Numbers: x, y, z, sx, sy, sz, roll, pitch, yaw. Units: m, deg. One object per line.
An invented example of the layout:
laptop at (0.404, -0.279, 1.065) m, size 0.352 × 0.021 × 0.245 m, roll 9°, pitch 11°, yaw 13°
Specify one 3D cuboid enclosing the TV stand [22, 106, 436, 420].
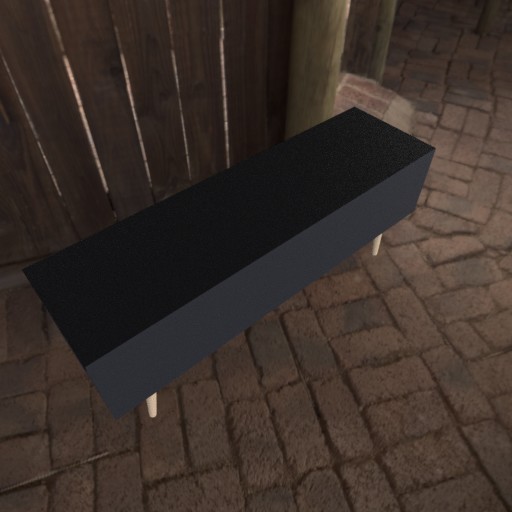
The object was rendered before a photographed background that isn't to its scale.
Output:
TV stand at (0.000, 0.000, 1.549) m, size 1.312 × 0.518 × 0.390 m, roll -32°, pitch 55°, yaw -26°
